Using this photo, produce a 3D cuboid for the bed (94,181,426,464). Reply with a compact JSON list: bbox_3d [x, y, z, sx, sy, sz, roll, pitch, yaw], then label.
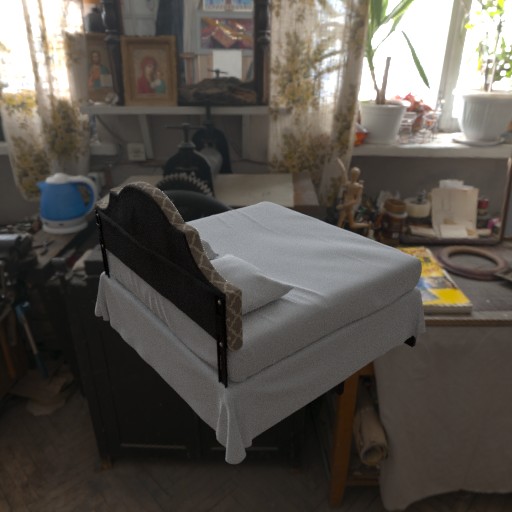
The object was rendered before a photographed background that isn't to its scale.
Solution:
[{"bbox_3d":[0.000,0.000,3.795,2.222,1.601,2.314,-19,31,-34],"label":"bed"}]
